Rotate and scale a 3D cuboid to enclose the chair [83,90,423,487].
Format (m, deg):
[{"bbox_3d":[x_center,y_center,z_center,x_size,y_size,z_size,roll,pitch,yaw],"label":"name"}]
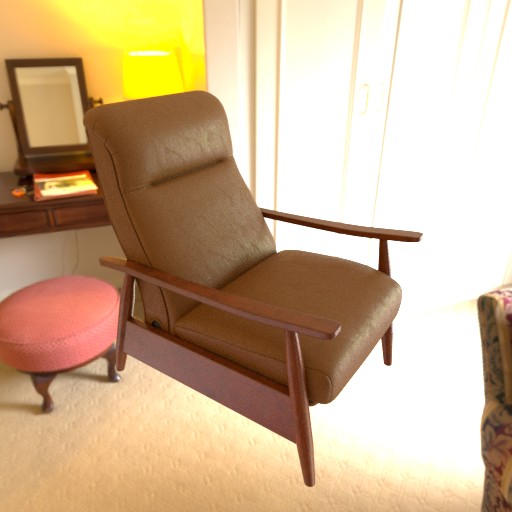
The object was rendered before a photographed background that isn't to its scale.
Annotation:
[{"bbox_3d":[0.000,0.000,1.684,1.014,1.082,0.762,18,32,31],"label":"chair"}]
